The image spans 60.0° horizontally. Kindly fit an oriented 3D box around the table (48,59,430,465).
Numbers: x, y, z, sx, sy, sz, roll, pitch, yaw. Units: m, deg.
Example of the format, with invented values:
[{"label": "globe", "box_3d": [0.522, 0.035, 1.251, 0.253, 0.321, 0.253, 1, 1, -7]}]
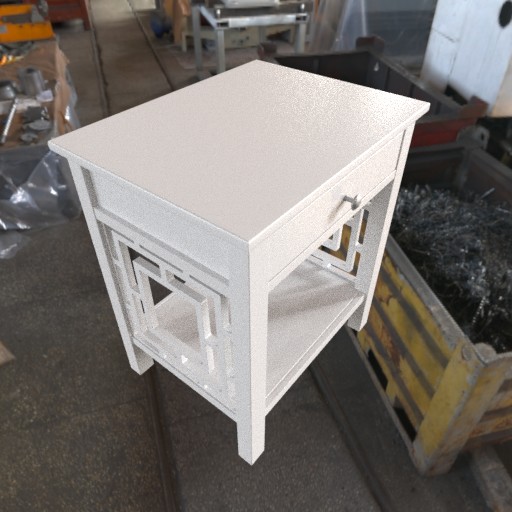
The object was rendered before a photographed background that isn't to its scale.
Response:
[{"label": "table", "box_3d": [0.000, 0.000, 1.015, 0.451, 0.646, 0.564, 27, 48, 28]}]
